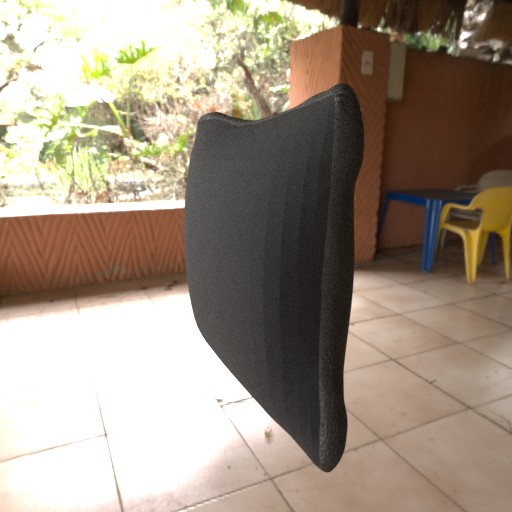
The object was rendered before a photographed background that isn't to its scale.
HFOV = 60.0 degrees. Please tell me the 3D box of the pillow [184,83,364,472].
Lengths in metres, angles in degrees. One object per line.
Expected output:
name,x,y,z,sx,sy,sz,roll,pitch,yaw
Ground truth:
pillow,0.000,0.000,0.789,0.210,0.523,0.533,-7,16,-25
